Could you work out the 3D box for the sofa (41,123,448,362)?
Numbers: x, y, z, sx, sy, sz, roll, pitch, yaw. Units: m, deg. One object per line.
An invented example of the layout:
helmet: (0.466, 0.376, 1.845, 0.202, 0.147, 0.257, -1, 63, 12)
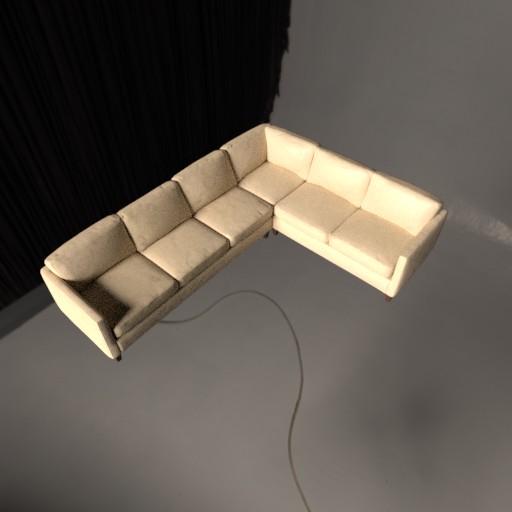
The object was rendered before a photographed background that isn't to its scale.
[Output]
sofa: (0.000, 0.000, 4.559, 2.593, 0.947, 3.302, 32, 55, 26)
